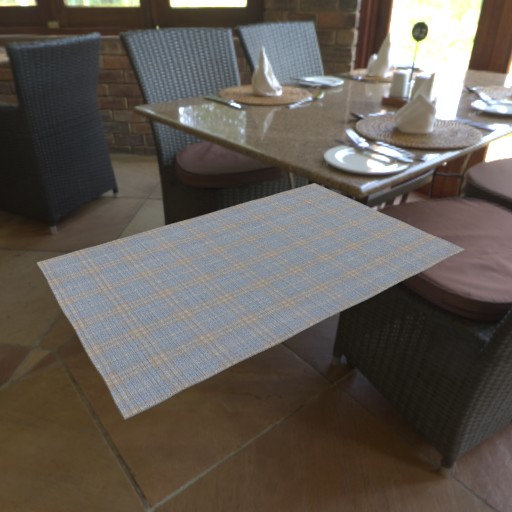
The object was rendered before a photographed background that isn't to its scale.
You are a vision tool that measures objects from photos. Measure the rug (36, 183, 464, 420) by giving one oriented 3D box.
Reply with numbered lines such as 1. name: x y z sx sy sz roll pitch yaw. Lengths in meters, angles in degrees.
1. rug: 0.000 0.000 2.990 2.460 0.016 1.545 -20 36 -30
